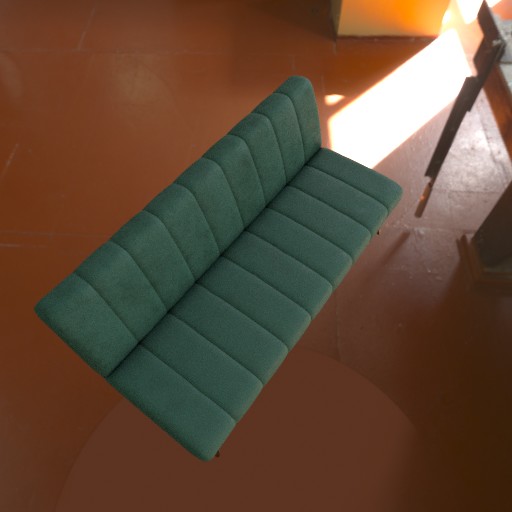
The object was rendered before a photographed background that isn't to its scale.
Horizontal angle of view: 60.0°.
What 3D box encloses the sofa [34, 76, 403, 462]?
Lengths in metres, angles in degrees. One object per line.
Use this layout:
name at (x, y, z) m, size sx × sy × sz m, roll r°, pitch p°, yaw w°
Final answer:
sofa at (0.000, 0.000, 2.281) m, size 0.830 × 0.820 × 1.810 m, roll 32°, pitch 63°, yaw 19°
